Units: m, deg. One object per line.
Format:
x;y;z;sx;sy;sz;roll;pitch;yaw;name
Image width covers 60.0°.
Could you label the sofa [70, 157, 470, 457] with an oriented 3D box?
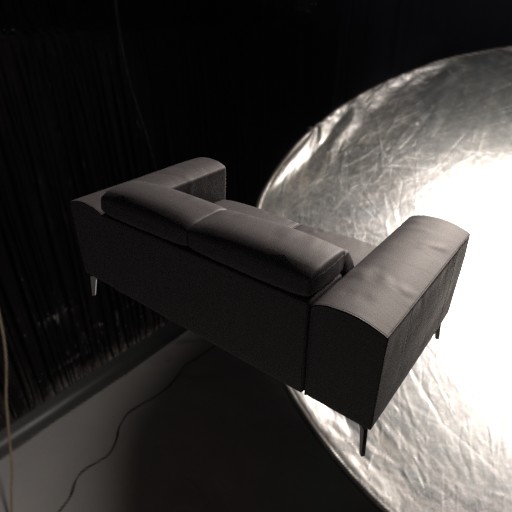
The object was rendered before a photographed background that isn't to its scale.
0.000;0.000;2.409;1.895;0.779;1.003;21;36;32;sofa
